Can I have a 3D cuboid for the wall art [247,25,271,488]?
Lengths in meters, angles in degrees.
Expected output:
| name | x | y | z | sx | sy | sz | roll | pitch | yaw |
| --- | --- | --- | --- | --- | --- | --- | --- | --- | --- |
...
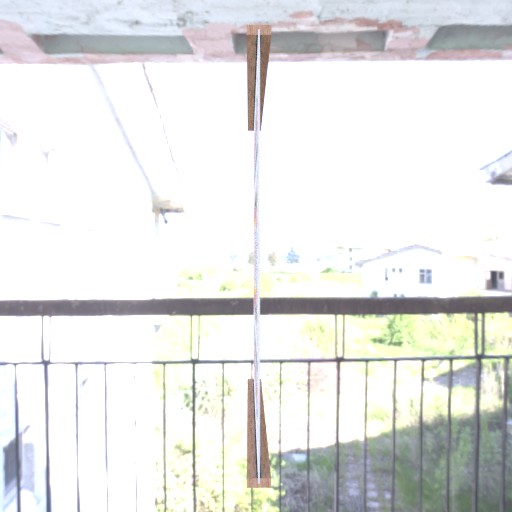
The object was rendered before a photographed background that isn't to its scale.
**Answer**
| name | x | y | z | sx | sy | sz | roll | pitch | yaw |
| --- | --- | --- | --- | --- | --- | --- | --- | --- | --- |
| wall art | 0.000 | 0.000 | 0.704 | 0.028 | 0.527 | 0.403 | 0 | 0 | -1 |
